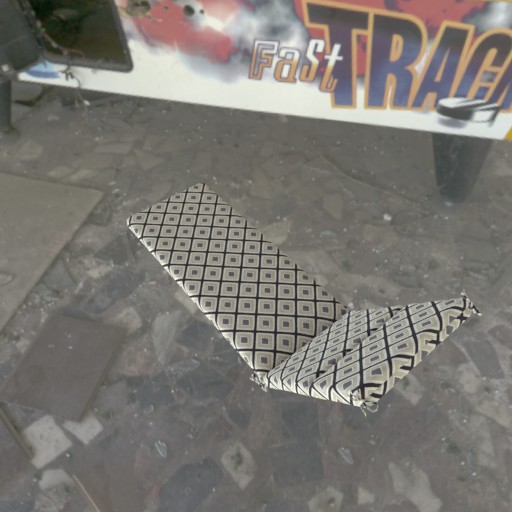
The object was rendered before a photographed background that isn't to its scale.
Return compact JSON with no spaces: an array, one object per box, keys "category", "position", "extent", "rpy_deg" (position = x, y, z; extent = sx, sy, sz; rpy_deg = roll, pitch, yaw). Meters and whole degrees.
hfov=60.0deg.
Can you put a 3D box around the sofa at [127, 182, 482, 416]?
[{"category":"sofa","position":[0.000,0.000,1.940],"extent":[0.582,0.622,1.663],"rpy_deg":[-31,56,-24]}]
